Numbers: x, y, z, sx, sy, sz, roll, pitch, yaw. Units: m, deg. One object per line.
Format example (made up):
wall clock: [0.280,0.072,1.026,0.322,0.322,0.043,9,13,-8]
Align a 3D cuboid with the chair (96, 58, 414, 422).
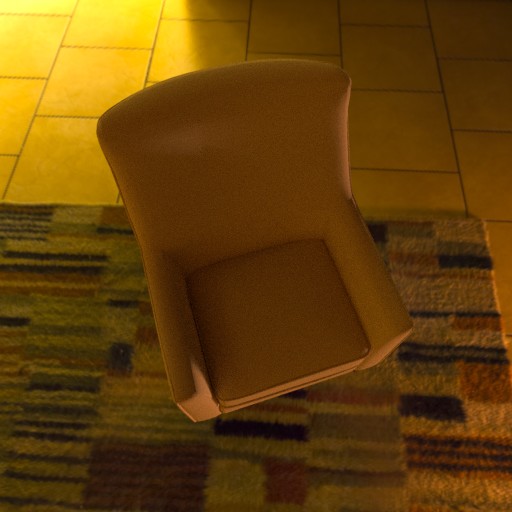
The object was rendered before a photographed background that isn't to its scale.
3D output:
chair: [0.000,0.000,1.536,0.756,0.916,0.879,-15,64,-8]
